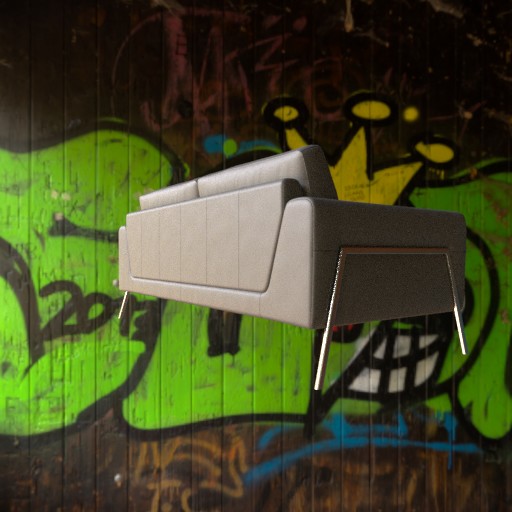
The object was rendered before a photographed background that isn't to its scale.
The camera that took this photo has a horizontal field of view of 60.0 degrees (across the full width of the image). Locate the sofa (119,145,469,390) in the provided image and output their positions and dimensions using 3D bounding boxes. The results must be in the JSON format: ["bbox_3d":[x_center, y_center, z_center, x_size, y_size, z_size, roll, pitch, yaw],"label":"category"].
[{"bbox_3d":[0.000,0.000,2.547,0.953,0.875,2.017,0,0,-35],"label":"sofa"}]
